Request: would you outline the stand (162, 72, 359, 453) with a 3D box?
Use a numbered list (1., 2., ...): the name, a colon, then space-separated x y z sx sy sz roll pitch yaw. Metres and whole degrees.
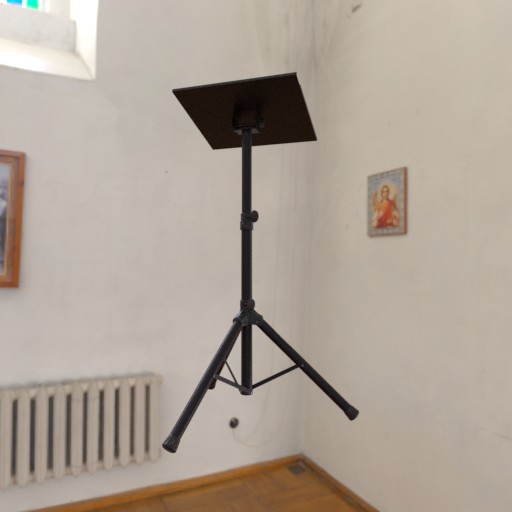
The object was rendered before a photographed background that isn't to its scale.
1. stand: 0.000 0.000 1.603 0.702 1.198 0.702 0 -1 19
